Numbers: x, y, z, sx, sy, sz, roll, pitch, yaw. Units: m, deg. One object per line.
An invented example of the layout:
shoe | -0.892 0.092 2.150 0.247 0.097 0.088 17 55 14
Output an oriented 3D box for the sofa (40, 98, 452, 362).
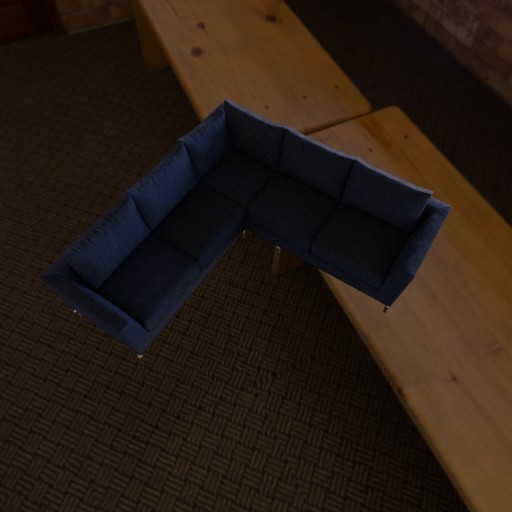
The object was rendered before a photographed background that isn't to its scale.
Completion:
sofa | 0.000 0.000 3.877 2.463 0.988 2.472 29 63 17
